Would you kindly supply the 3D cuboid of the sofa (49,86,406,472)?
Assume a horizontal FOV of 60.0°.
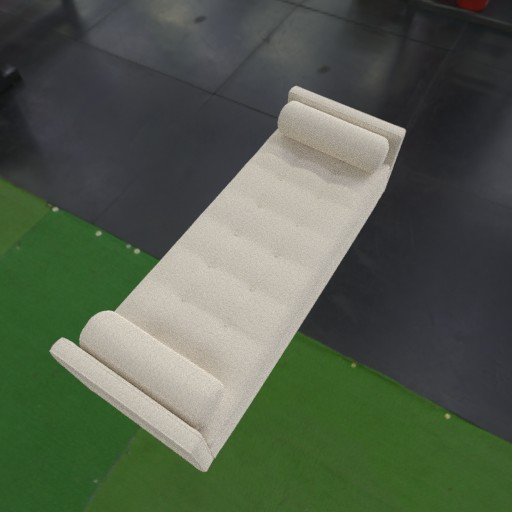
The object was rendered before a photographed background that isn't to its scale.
[{"bbox_3d":[0.000,0.000,2.362,0.746,0.641,1.985,28,62,17],"label":"sofa"}]
